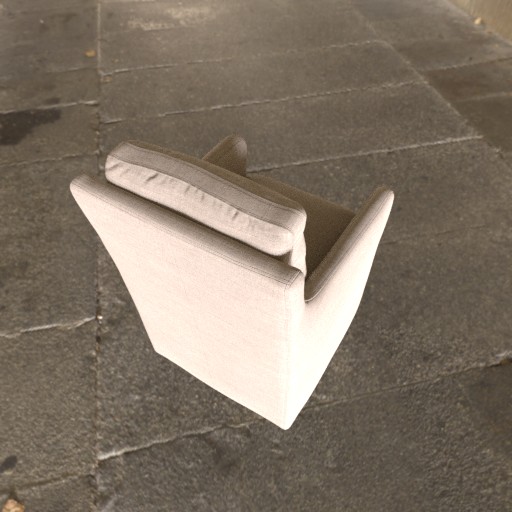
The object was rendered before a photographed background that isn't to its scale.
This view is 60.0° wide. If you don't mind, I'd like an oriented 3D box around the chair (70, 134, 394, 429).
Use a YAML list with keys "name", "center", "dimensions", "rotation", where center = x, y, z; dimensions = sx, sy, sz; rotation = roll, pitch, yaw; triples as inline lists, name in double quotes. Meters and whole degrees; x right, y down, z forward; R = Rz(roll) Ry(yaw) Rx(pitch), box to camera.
- name: "chair"
  center: [0.000, 0.000, 1.387]
  dimensions: [0.626, 0.914, 0.694]
  rotation: [25, 52, 21]
